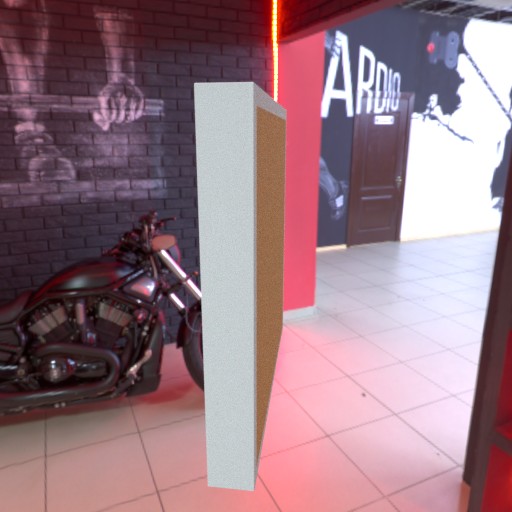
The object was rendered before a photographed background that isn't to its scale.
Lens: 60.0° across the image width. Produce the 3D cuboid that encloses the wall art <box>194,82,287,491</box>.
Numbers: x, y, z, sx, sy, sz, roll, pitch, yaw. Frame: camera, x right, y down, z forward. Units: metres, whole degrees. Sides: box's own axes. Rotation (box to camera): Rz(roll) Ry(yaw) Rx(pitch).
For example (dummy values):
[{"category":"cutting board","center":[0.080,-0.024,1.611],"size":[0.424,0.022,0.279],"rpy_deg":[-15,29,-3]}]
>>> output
[{"category":"wall art","center":[0.000,0.000,0.461],"size":[0.038,0.305,0.305],"rpy_deg":[2,15,7]}]
